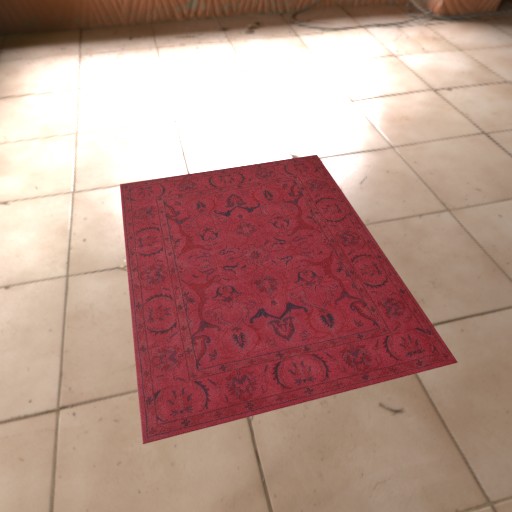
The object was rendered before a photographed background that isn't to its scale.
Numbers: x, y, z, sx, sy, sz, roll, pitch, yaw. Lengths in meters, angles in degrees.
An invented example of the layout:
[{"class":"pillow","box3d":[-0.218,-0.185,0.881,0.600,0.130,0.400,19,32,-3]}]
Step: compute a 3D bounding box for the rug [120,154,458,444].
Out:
[{"class":"rug","box3d":[0.000,0.000,4.061,2.300,0.012,2.929,-11,46,-11]}]
